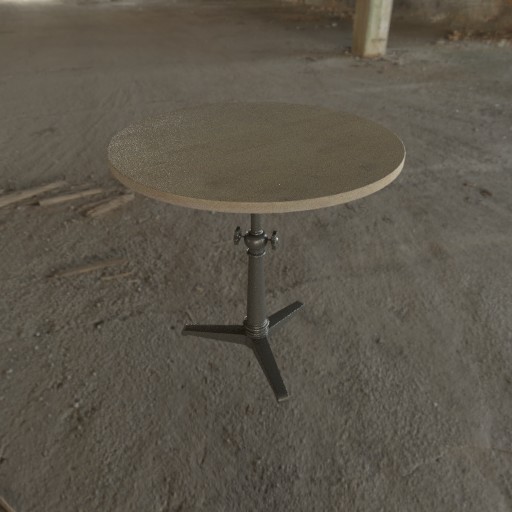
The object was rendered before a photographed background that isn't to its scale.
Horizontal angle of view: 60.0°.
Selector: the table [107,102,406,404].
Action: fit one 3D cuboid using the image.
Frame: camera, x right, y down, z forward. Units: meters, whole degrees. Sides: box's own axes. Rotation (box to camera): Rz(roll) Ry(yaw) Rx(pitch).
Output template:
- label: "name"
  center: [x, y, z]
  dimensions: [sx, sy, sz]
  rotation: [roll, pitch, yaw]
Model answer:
- label: "table"
  center: [0.000, 0.000, 1.444]
  dimensions: [0.800, 0.780, 0.800]
  rotation: [0, 33, 0]
